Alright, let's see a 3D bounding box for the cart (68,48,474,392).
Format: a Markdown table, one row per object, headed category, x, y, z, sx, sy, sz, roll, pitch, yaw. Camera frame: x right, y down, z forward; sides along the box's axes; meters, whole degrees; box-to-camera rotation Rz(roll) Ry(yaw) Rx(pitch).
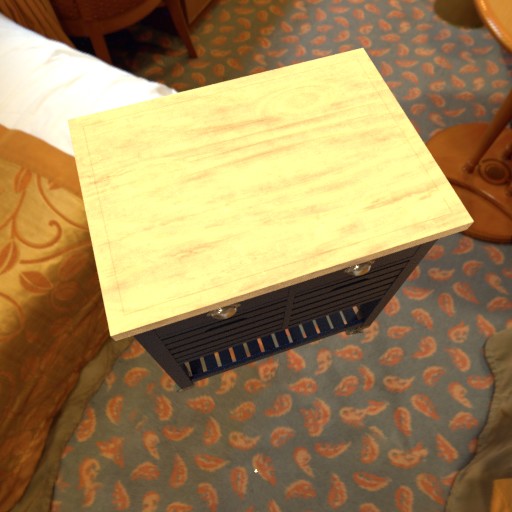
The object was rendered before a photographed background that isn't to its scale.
| category | x | y | z | sx | sy | sz | roll | pitch | yaw |
| --- | --- | --- | --- | --- | --- | --- | --- | --- | --- |
| cart | 0.000 | 0.000 | 1.427 | 0.797 | 0.920 | 0.567 | -17 | 65 | -8 |
